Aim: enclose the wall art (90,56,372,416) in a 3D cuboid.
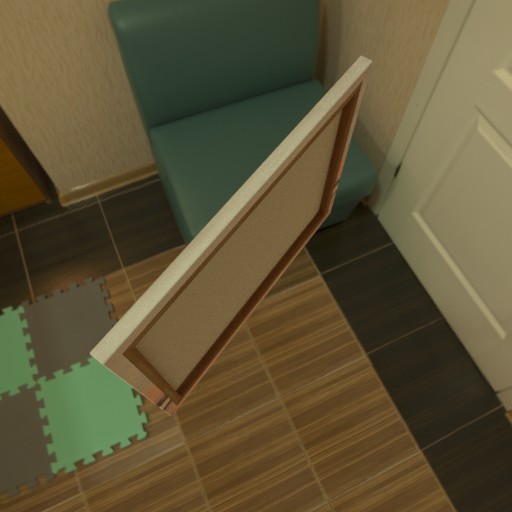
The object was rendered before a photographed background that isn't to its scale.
[{"bbox_3d":[0.000,0.000,1.355,0.038,0.763,1.015,33,68,15],"label":"wall art"}]
